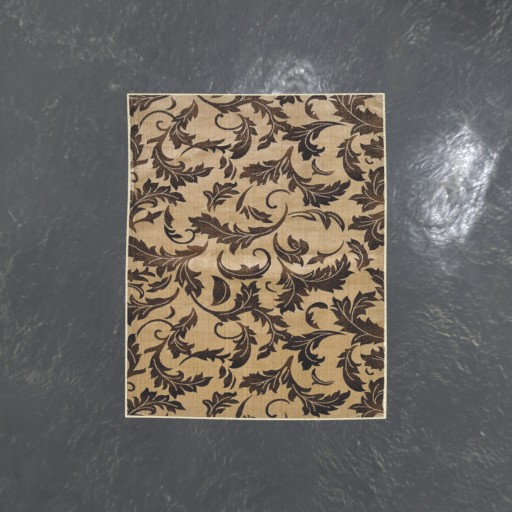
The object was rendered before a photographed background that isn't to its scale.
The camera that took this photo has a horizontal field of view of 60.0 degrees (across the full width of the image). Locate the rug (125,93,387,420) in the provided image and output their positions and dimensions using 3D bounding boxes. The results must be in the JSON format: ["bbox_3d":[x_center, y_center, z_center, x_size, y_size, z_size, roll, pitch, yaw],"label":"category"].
[{"bbox_3d":[0.000,0.000,4.041,2.380,0.008,2.977,0,89,0],"label":"rug"}]
